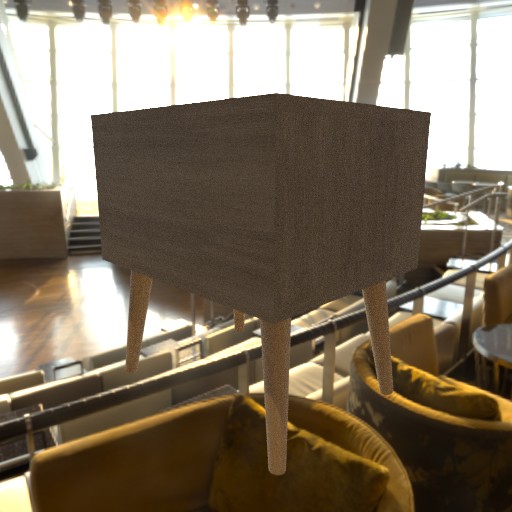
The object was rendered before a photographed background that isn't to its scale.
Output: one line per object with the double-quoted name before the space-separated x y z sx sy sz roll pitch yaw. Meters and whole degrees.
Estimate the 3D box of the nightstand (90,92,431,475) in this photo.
"nightstand" 0.000 0.000 0.816 0.380 0.500 0.450 -13 19 -43
